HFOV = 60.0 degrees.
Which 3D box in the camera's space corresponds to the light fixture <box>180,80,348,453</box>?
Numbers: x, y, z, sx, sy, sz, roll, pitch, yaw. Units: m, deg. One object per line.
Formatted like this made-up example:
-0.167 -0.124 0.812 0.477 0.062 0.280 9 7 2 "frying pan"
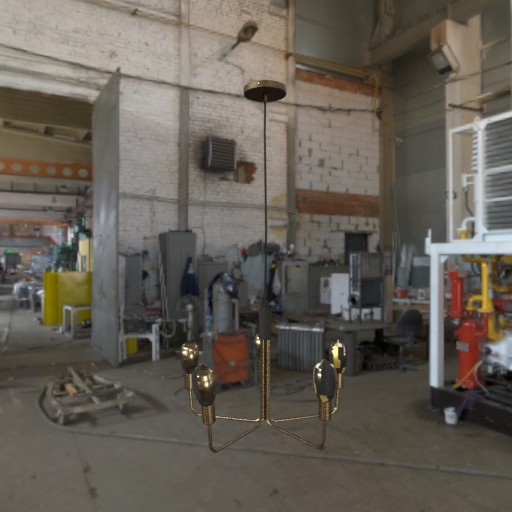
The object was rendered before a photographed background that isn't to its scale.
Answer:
0.000 0.000 1.389 0.532 1.059 0.588 0 0 17 "light fixture"
